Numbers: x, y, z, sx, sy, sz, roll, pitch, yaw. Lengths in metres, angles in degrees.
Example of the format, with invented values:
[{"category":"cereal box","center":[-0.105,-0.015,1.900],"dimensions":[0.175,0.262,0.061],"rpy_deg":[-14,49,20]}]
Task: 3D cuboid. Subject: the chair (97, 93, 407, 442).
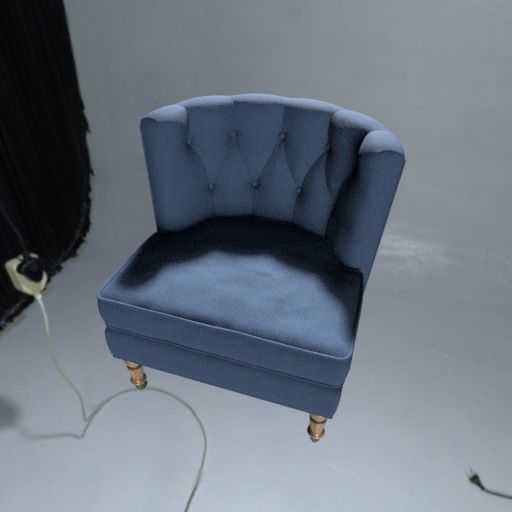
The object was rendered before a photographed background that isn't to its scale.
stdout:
[{"category":"chair","center":[0.000,0.000,1.357],"dimensions":[0.740,0.771,0.718],"rpy_deg":[12,41,14]}]
